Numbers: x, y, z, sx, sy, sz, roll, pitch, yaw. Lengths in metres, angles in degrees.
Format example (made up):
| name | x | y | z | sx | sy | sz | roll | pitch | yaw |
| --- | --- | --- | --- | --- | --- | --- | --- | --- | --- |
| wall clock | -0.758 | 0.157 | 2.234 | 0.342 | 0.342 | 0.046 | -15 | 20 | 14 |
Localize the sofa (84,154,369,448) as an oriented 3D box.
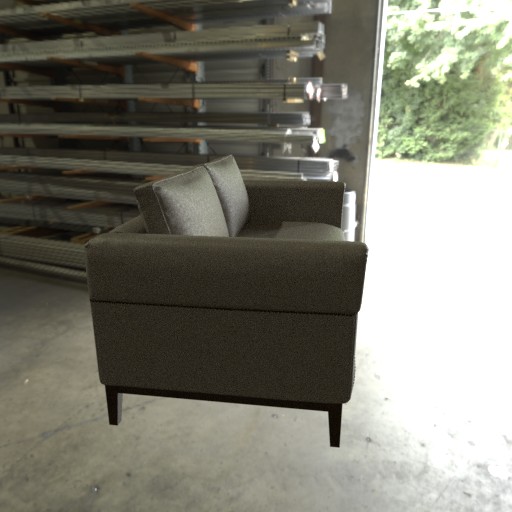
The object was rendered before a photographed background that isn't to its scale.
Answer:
| name | x | y | z | sx | sy | sz | roll | pitch | yaw |
| --- | --- | --- | --- | --- | --- | --- | --- | --- | --- |
| sofa | 0.000 | 0.000 | 2.160 | 0.899 | 0.873 | 1.598 | 2 | 17 | 8 |
